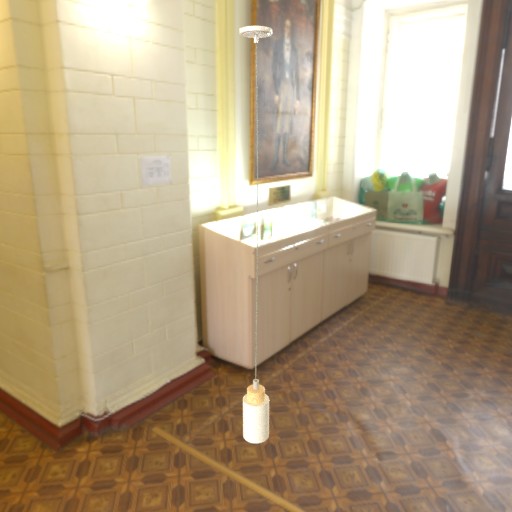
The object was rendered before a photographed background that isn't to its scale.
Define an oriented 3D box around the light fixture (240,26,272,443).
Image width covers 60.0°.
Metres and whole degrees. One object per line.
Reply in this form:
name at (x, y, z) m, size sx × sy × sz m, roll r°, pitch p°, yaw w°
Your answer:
light fixture at (0.000, 0.000, 1.930) m, size 0.125 × 1.798 × 0.125 m, roll -2°, pitch 15°, yaw -8°
